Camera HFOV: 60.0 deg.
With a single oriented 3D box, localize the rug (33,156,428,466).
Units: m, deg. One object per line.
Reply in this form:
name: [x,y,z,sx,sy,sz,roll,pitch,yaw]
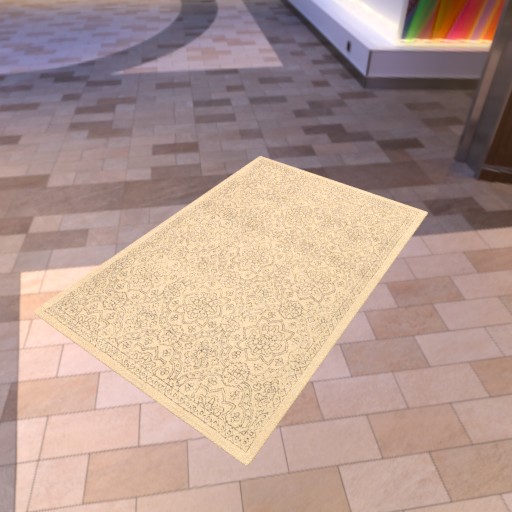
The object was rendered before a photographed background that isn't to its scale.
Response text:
rug: [0.000,0.000,2.333,1.219,0.010,1.829,25,46,26]
